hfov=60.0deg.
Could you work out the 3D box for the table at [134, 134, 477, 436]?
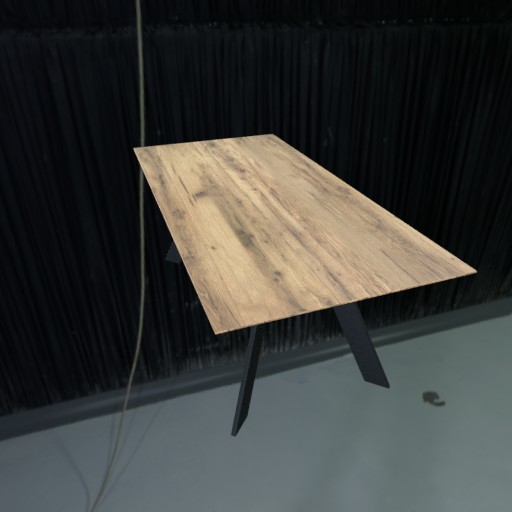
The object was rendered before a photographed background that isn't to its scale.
[{"bbox_3d":[0.000,0.000,2.490,1.000,0.770,2.000,-11,32,-17],"label":"table"}]
